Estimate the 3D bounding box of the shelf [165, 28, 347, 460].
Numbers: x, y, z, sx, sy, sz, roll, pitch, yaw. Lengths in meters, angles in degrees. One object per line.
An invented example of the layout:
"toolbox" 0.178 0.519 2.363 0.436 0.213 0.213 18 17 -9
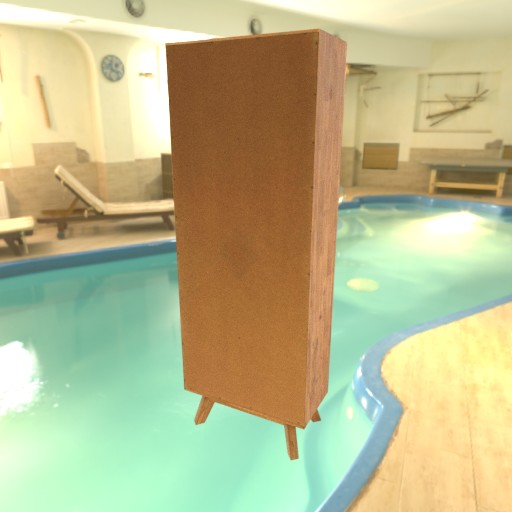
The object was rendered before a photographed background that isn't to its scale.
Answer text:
"shelf" 0.000 0.000 1.531 0.491 1.342 0.267 9 19 26
